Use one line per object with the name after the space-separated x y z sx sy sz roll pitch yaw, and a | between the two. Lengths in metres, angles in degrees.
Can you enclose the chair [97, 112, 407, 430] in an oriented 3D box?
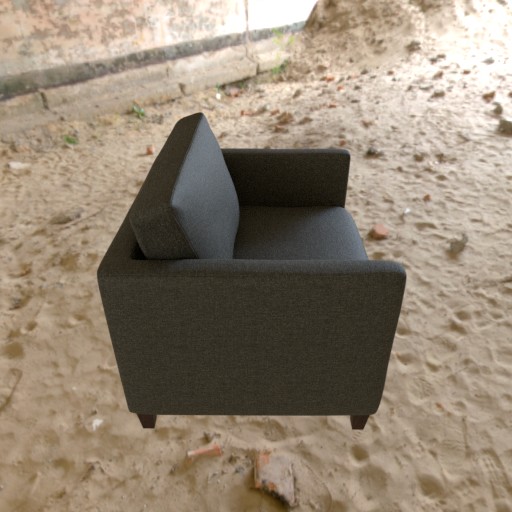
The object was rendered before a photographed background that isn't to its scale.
0.000 0.000 1.874 0.959 0.963 1.107 0 33 0 | chair
